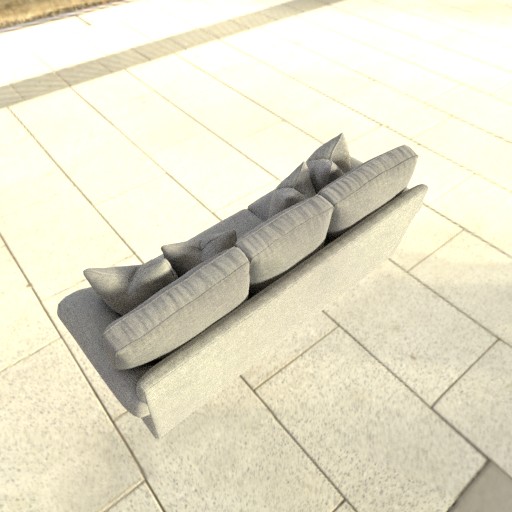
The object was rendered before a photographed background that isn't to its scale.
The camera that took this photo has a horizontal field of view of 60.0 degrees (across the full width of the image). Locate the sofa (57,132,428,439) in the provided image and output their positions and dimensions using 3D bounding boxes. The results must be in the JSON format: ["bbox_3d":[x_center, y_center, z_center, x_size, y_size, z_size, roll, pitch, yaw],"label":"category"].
[{"bbox_3d":[0.000,0.000,2.828,2.312,0.975,0.965,-33,55,-27],"label":"sofa"}]
